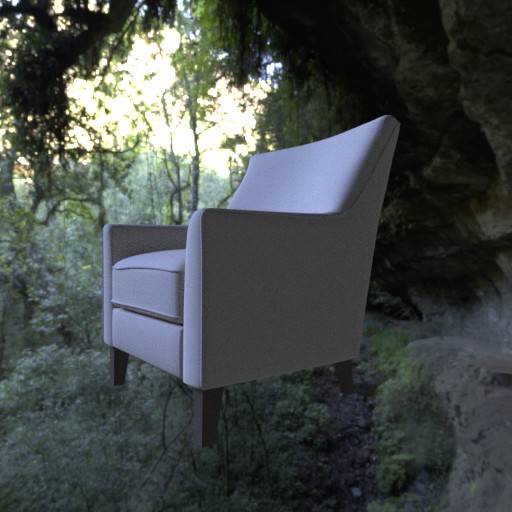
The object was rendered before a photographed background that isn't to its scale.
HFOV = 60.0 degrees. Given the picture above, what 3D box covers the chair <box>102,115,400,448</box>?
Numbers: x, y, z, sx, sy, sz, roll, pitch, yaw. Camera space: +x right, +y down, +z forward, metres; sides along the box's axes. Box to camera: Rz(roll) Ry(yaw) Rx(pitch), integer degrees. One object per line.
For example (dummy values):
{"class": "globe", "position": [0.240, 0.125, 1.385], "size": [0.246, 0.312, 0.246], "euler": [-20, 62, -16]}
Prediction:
{"class": "chair", "position": [0.000, 0.000, 1.562], "size": [0.879, 0.916, 0.756], "euler": [0, 0, -37]}
